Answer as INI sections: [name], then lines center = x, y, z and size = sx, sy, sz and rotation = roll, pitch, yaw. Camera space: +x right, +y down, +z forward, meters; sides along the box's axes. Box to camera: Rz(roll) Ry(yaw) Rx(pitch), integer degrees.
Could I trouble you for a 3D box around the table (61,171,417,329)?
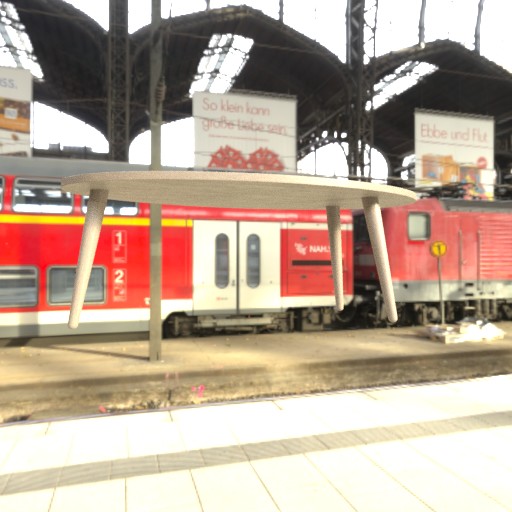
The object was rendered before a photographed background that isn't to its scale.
[table]
center = 0.000, 0.000, 1.338
size = 1.083, 0.390, 0.542
rotation = 0, -1, -19
